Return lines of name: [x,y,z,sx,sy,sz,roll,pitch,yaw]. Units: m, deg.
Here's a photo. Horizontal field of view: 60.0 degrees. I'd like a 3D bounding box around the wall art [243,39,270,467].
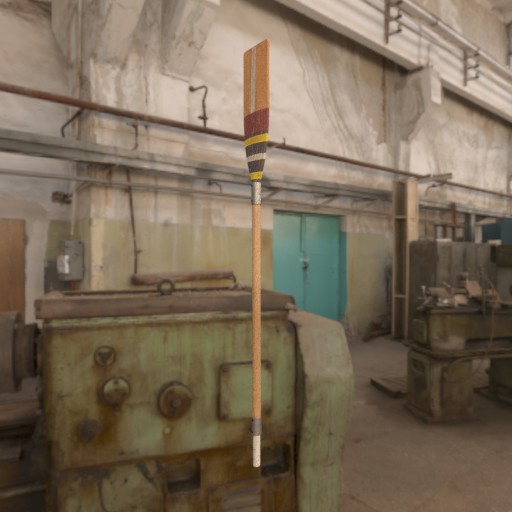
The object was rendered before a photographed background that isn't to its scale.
wall art: [0.000,0.000,1.645,0.038,1.556,0.146,0,0,-38]
